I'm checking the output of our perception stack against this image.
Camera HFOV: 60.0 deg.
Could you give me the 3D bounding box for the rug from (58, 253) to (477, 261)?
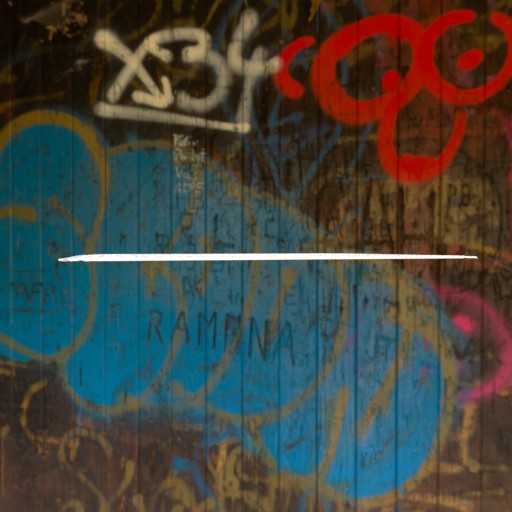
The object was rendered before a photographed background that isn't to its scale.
[{"bbox_3d":[0.000,0.000,2.430,1.872,0.013,1.243,0,1,-18],"label":"rug"}]
